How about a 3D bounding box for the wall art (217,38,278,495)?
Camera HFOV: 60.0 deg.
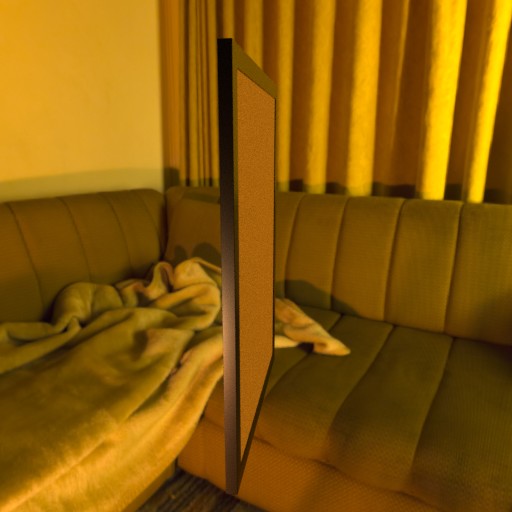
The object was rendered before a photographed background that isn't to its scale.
[{"bbox_3d":[0.000,0.000,0.550,0.013,0.432,0.304,2,14,9],"label":"wall art"}]
